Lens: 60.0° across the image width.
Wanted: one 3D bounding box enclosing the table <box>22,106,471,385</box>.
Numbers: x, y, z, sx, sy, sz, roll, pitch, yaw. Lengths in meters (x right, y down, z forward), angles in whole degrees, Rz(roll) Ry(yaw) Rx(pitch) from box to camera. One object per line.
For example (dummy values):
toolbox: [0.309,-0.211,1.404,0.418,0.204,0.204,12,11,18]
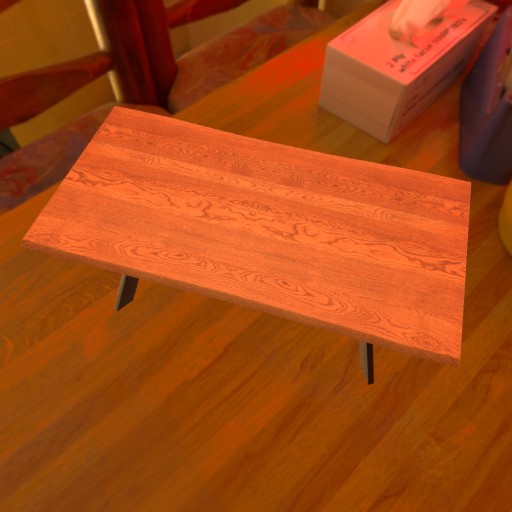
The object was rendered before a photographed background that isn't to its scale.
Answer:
table: [0.000,0.000,2.256,1.800,0.770,0.900,14,60,9]
